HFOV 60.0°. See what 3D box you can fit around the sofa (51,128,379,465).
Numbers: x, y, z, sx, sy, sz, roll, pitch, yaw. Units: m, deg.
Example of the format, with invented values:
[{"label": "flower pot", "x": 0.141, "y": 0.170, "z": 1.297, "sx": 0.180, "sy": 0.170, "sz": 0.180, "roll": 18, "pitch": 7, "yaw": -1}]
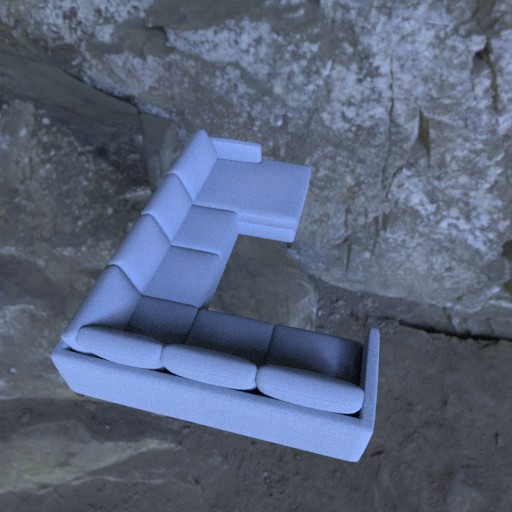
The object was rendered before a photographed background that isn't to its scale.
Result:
[{"label": "sofa", "x": 0.000, "y": 0.000, "z": 4.567, "sx": 2.551, "sy": 0.889, "sz": 3.403, "roll": 10, "pitch": 47, "yaw": 10}]
